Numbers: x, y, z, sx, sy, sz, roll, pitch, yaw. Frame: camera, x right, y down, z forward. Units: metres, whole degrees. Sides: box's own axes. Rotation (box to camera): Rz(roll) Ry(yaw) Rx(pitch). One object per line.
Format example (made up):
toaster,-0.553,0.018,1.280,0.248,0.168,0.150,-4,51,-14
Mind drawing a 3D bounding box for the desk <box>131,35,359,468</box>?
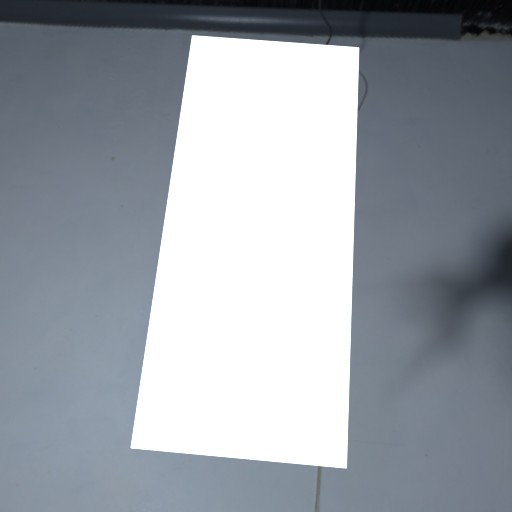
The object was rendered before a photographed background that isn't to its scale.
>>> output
desk,0.000,0.000,1.705,0.589,0.762,1.313,5,75,1
